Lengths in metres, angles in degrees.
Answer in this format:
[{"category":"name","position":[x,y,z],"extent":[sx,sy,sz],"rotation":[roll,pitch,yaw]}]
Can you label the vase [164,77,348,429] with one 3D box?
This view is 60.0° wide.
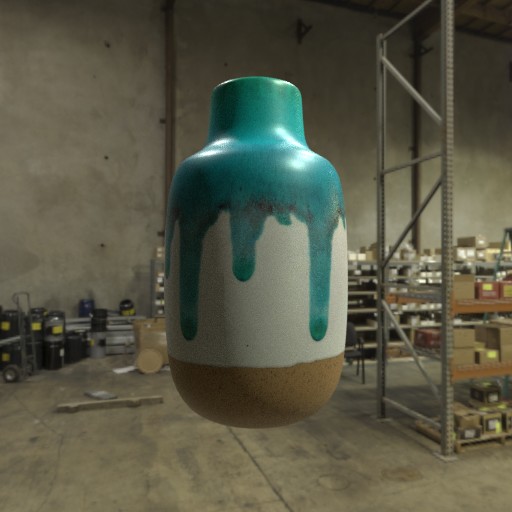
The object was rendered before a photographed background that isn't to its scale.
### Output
[{"category":"vase","position":[0.000,0.000,0.261],"extent":[0.106,0.192,0.106],"rotation":[0,-1,0]}]
